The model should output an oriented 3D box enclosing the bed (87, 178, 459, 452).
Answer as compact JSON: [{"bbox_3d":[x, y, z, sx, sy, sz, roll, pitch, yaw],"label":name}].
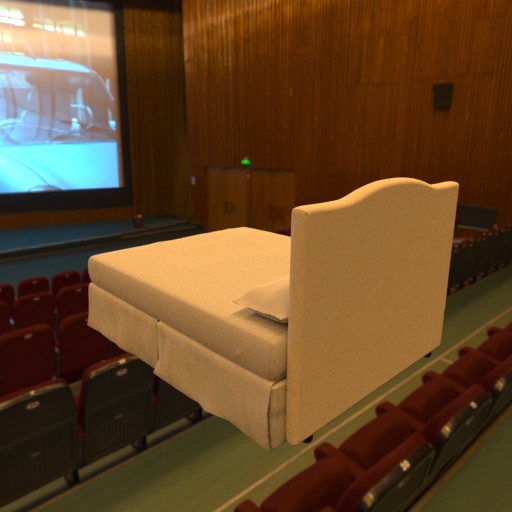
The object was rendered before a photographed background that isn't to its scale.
[{"bbox_3d":[0.000,0.000,3.653,1.977,1.437,2.477,-14,21,-41],"label":"bed"}]
